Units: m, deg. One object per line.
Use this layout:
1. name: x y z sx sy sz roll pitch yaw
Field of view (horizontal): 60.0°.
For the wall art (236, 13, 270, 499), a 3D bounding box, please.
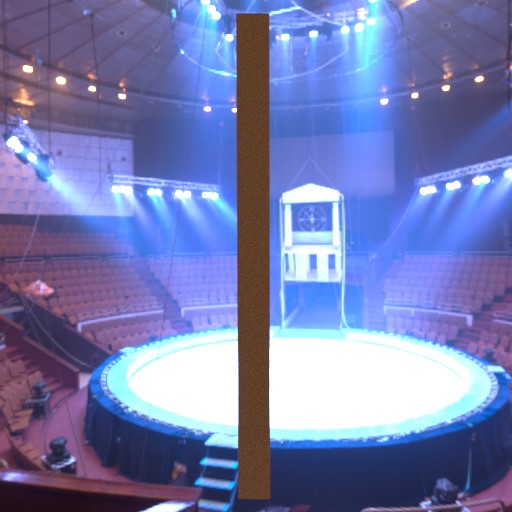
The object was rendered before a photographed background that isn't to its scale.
1. wall art: 0.000 0.000 0.730 0.039 0.553 0.451 0 0 1
